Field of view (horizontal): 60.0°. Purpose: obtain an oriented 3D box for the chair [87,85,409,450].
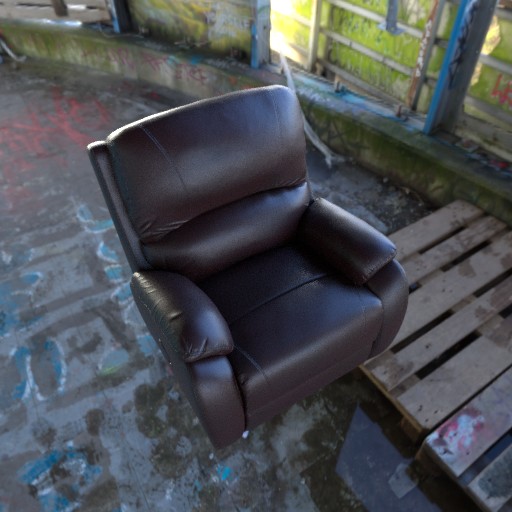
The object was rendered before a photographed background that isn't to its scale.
[{"bbox_3d":[0.000,0.000,1.729,0.930,1.011,0.899,-24,50,-22],"label":"chair"}]
